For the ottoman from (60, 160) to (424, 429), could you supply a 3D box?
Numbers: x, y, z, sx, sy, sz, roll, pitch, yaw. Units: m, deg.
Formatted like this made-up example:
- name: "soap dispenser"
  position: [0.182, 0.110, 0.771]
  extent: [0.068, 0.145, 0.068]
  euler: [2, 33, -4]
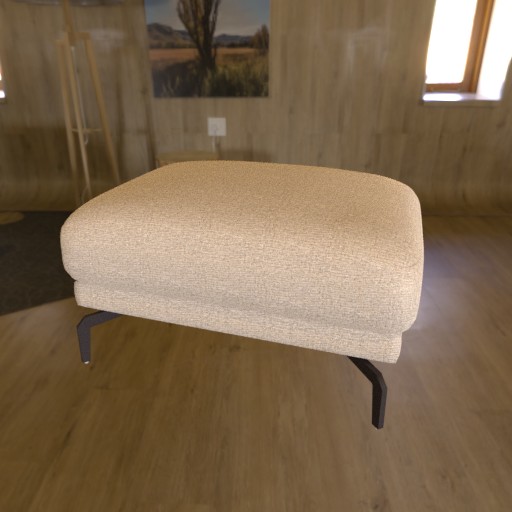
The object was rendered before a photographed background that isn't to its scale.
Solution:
- name: "ottoman"
  position: [0.000, 0.000, 1.126]
  extent: [0.772, 0.420, 0.568]
  euler: [8, 26, 16]
